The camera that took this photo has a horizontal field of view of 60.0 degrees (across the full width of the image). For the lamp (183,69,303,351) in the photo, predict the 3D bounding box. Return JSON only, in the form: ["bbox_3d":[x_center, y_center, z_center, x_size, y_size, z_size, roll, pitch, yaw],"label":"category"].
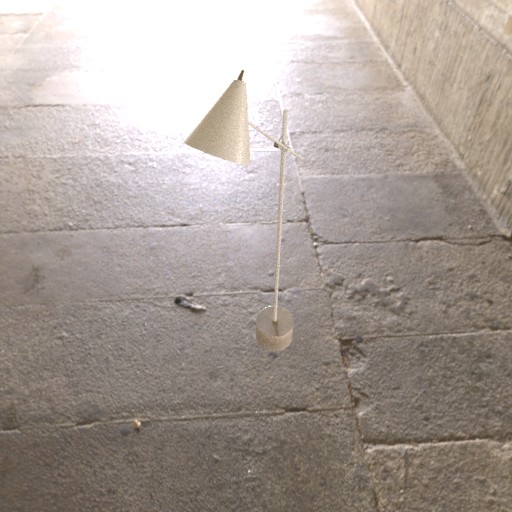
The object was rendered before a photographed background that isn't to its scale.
[{"bbox_3d":[0.000,0.000,1.643,0.223,1.430,0.508,32,53,27],"label":"lamp"}]
